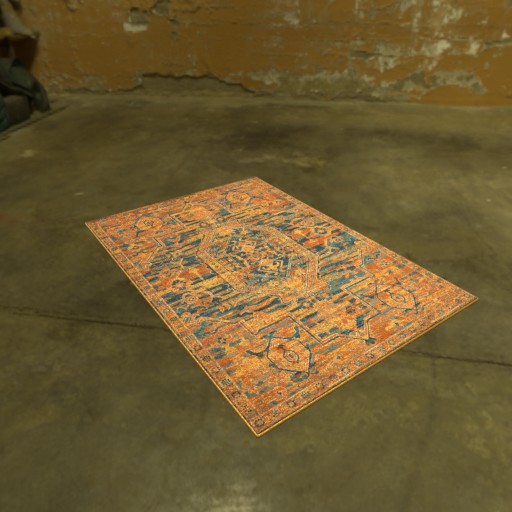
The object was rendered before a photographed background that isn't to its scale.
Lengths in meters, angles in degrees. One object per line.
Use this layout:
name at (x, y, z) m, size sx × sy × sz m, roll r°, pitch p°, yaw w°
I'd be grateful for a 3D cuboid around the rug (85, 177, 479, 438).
rug at (0.000, 0.000, 3.819) m, size 2.043 × 0.019 × 2.916 m, roll -21°, pitch 38°, yaw -29°
